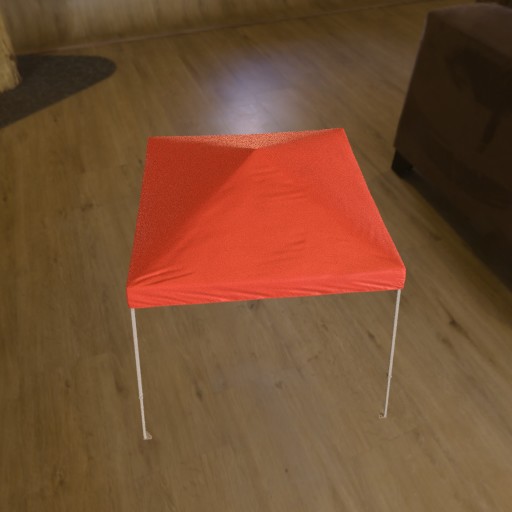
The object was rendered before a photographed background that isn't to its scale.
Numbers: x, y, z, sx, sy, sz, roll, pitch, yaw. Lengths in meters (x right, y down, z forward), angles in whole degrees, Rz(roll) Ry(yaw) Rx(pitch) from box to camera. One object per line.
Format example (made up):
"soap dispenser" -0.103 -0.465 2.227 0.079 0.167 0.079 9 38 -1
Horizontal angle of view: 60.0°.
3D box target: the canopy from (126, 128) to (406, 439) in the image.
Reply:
"canopy" 0.000 0.000 5.144 2.850 2.850 2.849 -4 46 -4
